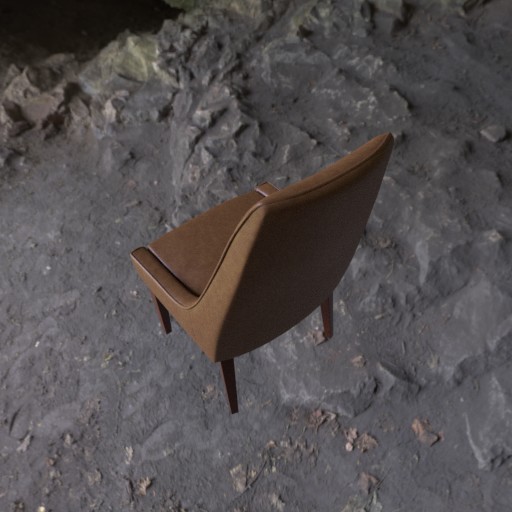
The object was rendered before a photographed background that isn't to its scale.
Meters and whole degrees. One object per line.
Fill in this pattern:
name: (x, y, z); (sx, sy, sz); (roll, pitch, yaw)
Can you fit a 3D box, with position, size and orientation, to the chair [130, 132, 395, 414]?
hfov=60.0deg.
chair: (0.000, 0.000, 1.242); (0.529, 0.861, 0.544); (-31, 54, -26)
